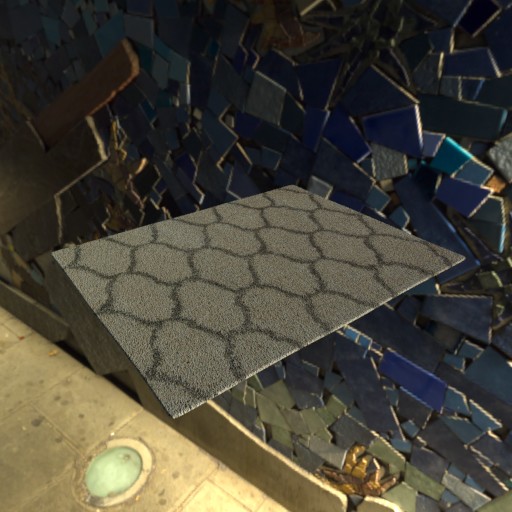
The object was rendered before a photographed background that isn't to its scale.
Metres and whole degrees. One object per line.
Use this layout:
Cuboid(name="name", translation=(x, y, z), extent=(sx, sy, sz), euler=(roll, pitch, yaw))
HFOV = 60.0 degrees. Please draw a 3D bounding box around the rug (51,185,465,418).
Cuboid(name="rug", translation=(0.000, 0.000, 4.077), extent=(3.000, 0.026, 2.399), euler=(-20, 35, -32))
